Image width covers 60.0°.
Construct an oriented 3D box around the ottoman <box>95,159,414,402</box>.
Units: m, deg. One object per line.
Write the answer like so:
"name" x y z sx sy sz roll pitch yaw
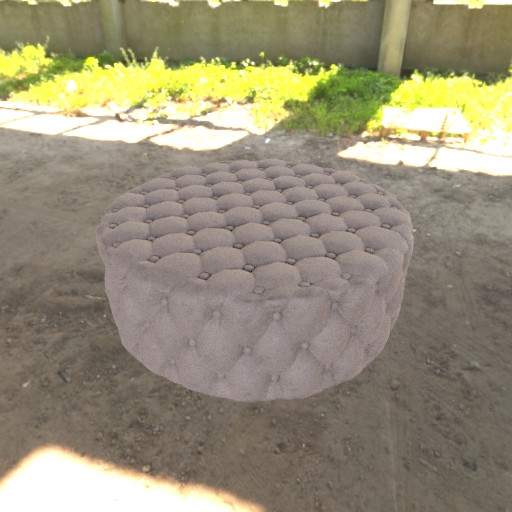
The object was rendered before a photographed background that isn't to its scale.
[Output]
"ottoman" 0.000 0.000 1.519 0.998 0.399 0.998 0 31 0
